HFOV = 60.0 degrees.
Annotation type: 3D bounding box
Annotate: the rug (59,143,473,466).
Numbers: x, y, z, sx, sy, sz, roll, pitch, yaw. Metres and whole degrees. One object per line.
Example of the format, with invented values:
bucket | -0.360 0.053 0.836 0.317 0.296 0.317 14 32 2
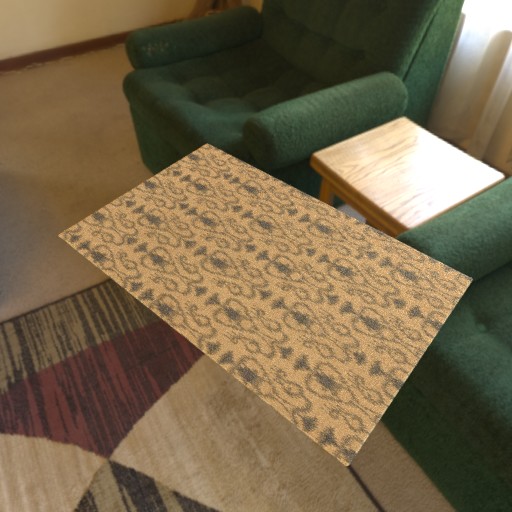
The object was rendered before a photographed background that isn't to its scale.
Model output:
rug | 0.000 0.000 2.062 1.652 0.006 1.035 32 55 26
